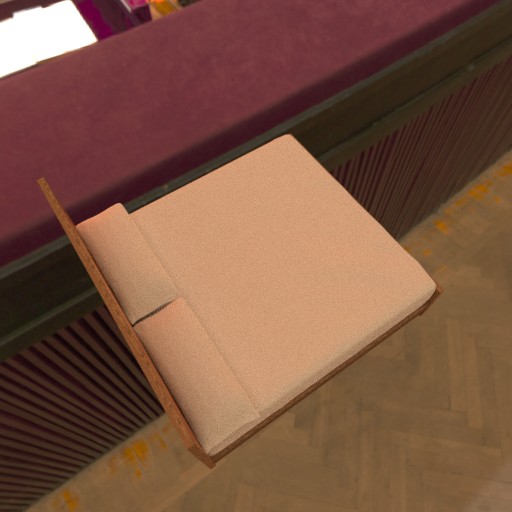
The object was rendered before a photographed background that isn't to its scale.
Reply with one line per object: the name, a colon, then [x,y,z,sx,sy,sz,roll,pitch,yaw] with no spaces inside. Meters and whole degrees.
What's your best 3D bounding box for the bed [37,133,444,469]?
bed: [0.000,0.000,3.424,2.184,1.295,2.013,-31,65,-16]
